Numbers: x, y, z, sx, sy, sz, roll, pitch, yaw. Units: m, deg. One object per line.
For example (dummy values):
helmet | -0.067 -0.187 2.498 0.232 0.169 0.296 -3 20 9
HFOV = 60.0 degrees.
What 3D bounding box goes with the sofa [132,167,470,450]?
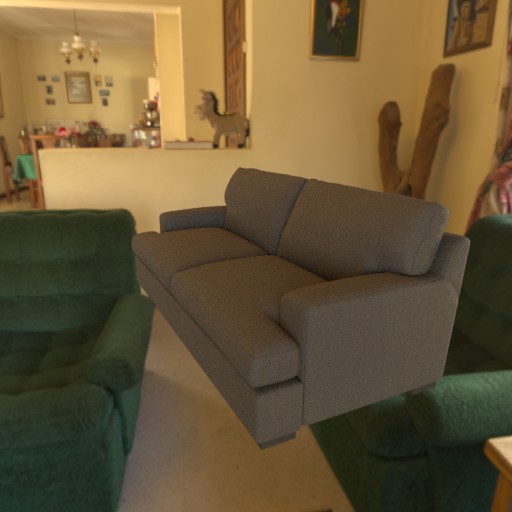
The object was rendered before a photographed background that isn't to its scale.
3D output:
sofa | 0.000 0.000 2.818 1.140 0.950 2.271 -8 18 -26
